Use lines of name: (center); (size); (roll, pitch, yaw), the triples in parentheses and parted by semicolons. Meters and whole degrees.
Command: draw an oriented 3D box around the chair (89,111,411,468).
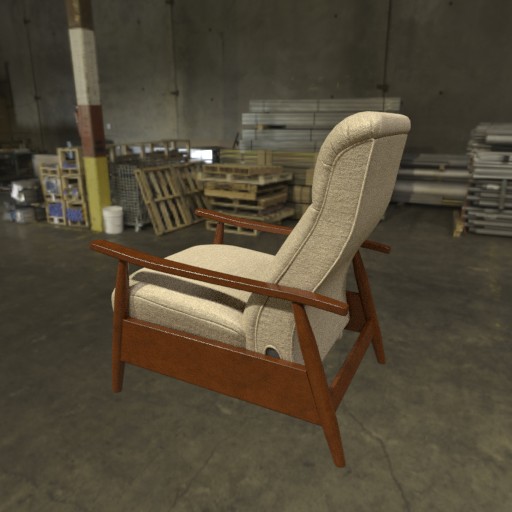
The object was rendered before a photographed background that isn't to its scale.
chair: (0.000, 0.000, 1.770); (1.014, 1.082, 0.762); (8, 19, 25)
